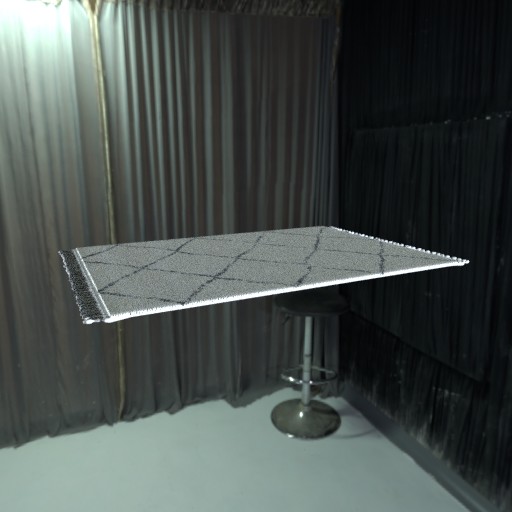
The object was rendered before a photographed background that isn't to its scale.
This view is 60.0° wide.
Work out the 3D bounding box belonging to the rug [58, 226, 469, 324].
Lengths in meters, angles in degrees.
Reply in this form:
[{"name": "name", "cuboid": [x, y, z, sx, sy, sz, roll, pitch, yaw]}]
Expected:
[{"name": "rug", "cuboid": [0.000, 0.000, 2.917, 2.307, 0.031, 1.494, -7, 15, -26]}]
